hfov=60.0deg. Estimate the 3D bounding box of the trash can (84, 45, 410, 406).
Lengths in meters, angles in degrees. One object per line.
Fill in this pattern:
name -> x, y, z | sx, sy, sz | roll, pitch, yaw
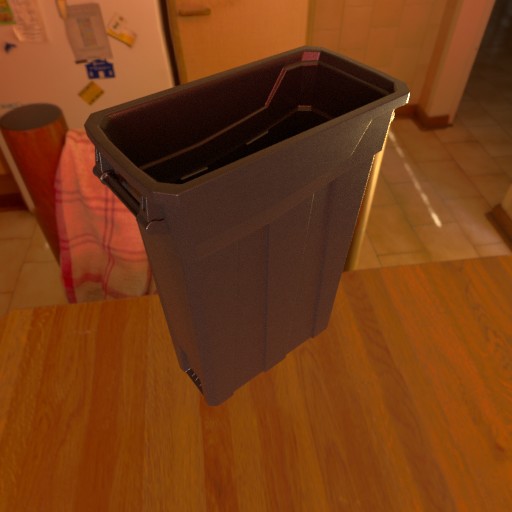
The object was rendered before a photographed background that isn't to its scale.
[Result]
trash can -> 0.000, 0.000, 1.041 | 0.559, 0.762, 0.281 | -29, 52, -26
